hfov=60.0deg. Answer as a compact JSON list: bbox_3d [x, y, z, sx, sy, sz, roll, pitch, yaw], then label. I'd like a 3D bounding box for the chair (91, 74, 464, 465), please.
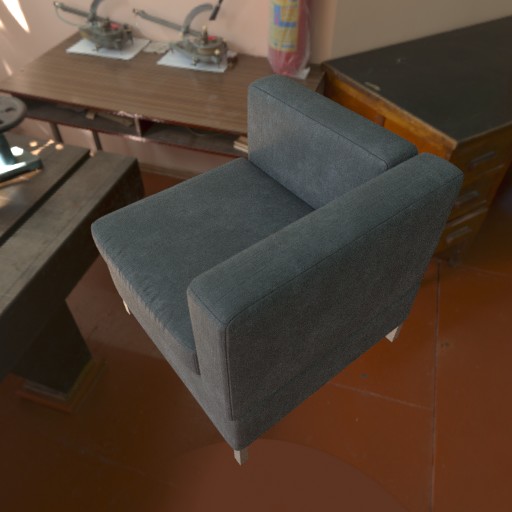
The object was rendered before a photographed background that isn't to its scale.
[{"bbox_3d":[0.000,0.000,1.217,0.680,0.660,0.680,-30,53,-26],"label":"chair"}]
